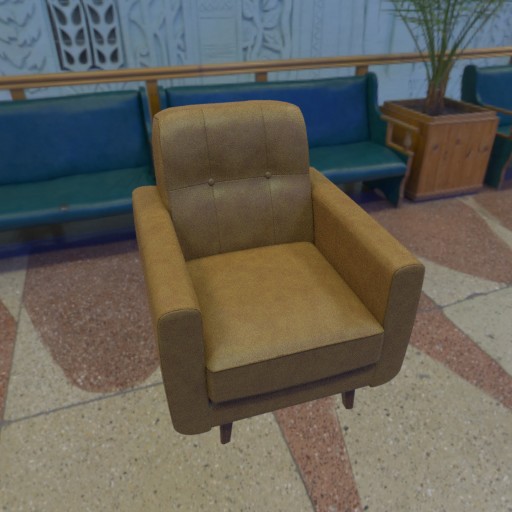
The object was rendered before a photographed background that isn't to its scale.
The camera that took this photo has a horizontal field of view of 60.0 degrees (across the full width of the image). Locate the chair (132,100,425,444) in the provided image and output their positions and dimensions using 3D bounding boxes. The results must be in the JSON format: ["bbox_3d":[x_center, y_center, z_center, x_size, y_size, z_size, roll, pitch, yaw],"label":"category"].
[{"bbox_3d":[0.000,0.000,1.695,0.845,0.968,0.942,-10,34,-15],"label":"chair"}]
